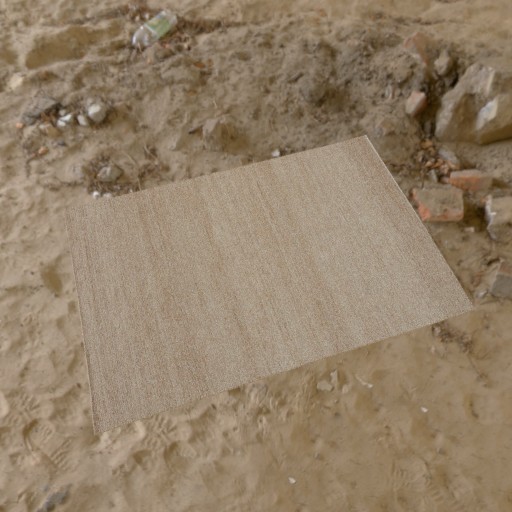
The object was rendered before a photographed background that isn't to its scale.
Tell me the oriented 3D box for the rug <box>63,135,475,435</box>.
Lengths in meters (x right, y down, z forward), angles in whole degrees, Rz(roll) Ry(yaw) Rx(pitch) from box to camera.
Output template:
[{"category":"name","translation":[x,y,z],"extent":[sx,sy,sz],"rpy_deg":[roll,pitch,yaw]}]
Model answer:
[{"category":"rug","translation":[0.000,0.000,2.919],"extent":[2.346,0.029,1.574],"rpy_deg":[-16,60,-9]}]
